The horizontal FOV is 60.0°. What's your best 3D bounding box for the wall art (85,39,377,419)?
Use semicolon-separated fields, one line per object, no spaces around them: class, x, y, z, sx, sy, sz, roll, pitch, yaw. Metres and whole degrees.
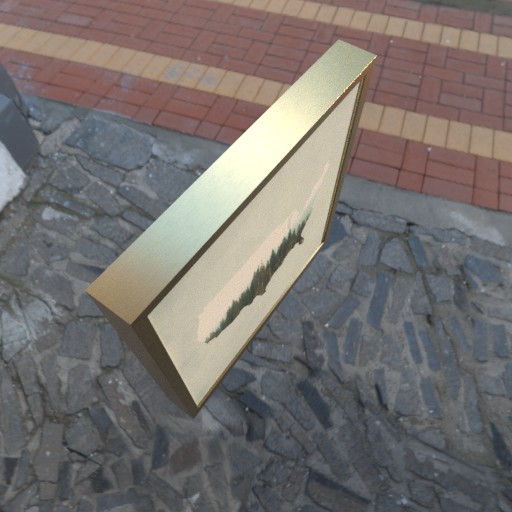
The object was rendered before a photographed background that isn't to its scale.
wall art;0.000;0.000;0.458;0.038;0.304;0.304;32;65;17
